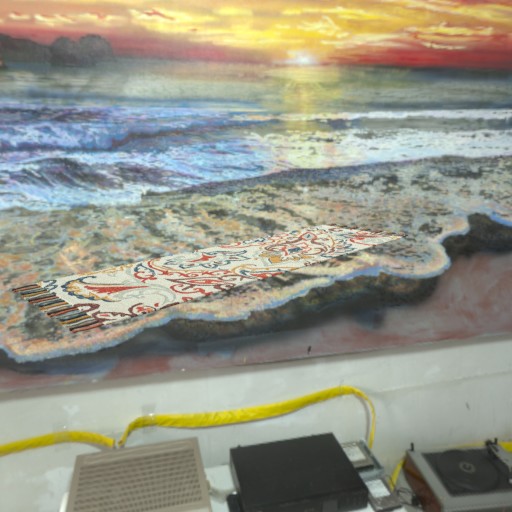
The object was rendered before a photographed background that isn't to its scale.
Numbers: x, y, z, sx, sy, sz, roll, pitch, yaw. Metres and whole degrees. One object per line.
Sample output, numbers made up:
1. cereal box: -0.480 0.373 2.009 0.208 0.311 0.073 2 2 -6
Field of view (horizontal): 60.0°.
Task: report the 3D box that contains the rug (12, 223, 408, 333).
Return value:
1. rug: 0.000 0.000 2.853 2.682 0.015 0.763 -14 19 -43
